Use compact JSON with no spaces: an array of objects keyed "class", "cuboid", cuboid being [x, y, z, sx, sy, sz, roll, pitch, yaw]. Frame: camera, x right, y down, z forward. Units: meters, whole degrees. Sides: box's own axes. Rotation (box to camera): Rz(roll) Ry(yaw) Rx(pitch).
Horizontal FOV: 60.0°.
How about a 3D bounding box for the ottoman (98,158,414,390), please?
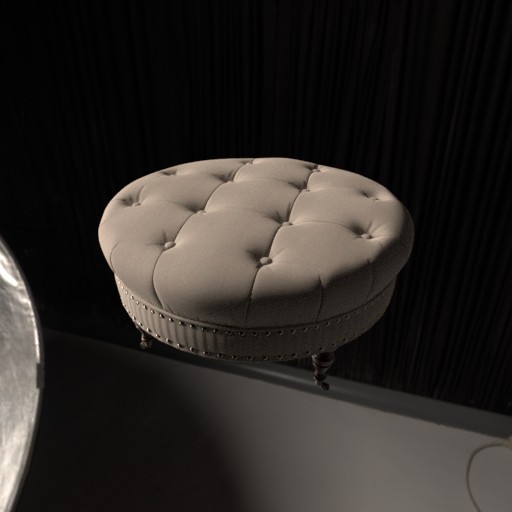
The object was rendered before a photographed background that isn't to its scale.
[{"class":"ottoman","cuboid":[0.000,0.000,1.395,0.901,0.439,0.901,0,30,0]}]
